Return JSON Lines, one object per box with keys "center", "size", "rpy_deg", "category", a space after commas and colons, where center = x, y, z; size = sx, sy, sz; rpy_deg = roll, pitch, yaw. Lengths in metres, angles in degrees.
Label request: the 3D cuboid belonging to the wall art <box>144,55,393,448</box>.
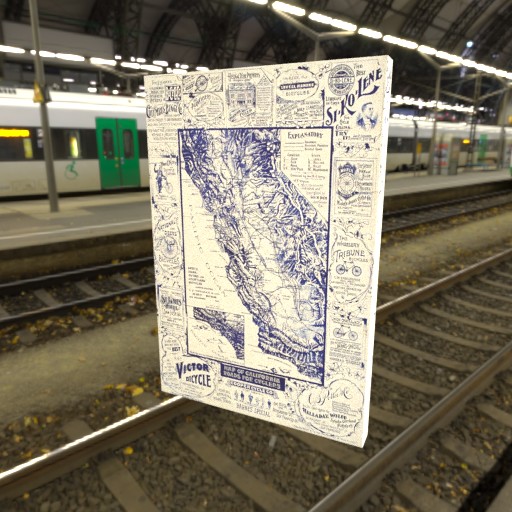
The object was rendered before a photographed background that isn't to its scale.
{"center": [0.000, 0.000, 0.477], "size": [0.255, 0.376, 0.025], "rpy_deg": [7, 15, 25], "category": "wall art"}
